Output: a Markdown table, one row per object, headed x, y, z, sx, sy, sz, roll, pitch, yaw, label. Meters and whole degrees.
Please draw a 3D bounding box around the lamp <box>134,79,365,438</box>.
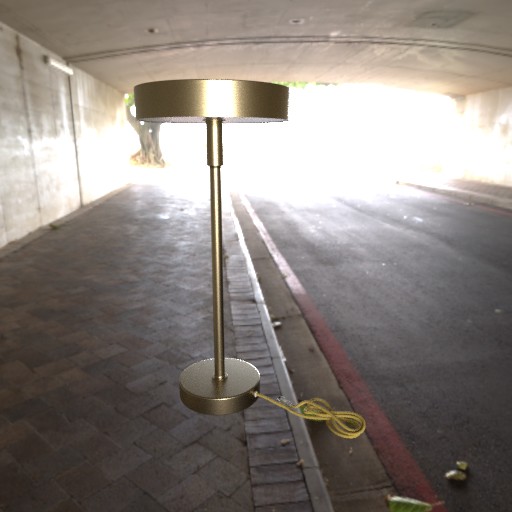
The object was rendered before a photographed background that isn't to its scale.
| x | y | z | sx | sy | sz | roll | pitch | yaw | label |
| --- | --- | --- | --- | --- | --- | --- | --- | --- | --- |
| 0.000 | 0.000 | 0.685 | 0.369 | 0.508 | 0.229 | 7 | 16 | 26 | lamp |
